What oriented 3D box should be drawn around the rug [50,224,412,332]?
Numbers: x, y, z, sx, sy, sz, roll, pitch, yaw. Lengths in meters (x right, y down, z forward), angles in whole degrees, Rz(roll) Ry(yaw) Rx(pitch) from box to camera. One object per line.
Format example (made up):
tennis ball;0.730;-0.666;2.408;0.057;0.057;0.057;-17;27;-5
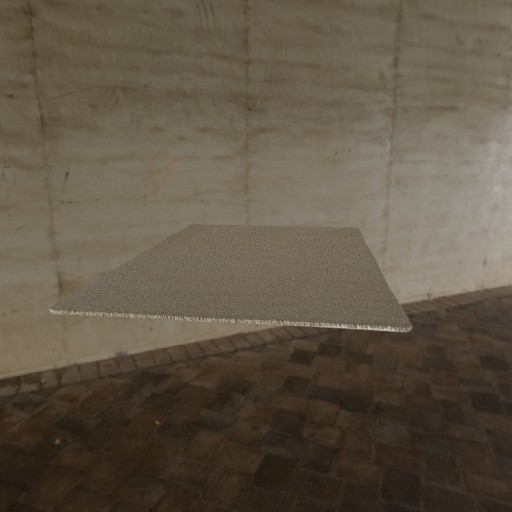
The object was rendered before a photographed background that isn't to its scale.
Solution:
rug;0.000;0.000;3.425;1.798;0.025;2.698;2;14;7
